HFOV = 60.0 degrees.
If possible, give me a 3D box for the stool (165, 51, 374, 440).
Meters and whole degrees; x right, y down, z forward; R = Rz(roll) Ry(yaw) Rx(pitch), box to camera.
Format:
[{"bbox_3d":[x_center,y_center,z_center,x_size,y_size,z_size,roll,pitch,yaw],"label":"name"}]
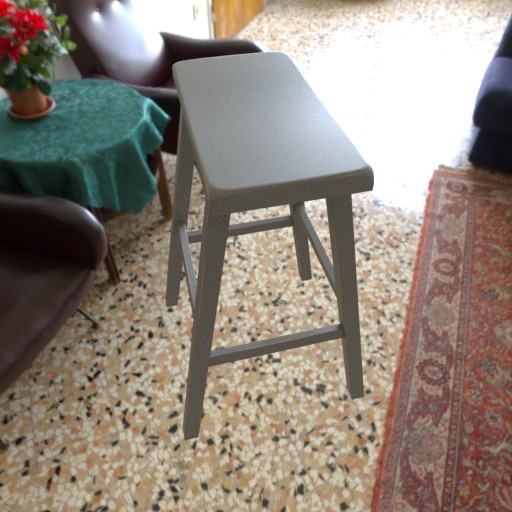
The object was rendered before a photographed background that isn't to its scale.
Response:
[{"bbox_3d":[0.000,0.000,1.021,0.476,0.737,0.457,-10,47,-10],"label":"stool"}]
